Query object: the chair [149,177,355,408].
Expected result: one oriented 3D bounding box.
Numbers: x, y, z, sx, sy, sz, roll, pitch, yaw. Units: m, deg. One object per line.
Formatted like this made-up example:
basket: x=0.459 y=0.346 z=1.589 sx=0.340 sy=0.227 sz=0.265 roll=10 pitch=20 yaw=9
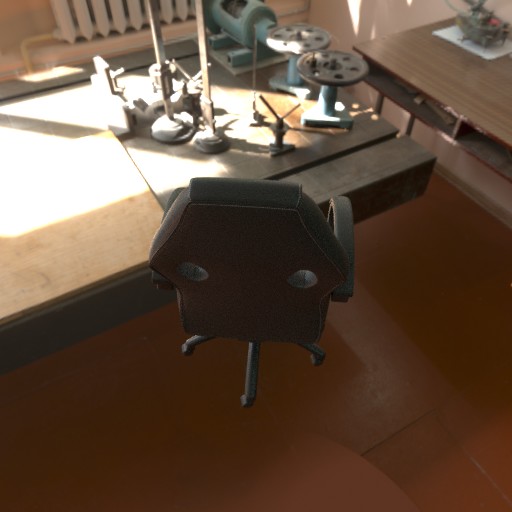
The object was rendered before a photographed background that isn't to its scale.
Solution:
chair: x=0.000 y=0.000 z=1.653 sx=0.673 sy=1.187 sz=0.724 roll=4 pitch=48 yaw=3
